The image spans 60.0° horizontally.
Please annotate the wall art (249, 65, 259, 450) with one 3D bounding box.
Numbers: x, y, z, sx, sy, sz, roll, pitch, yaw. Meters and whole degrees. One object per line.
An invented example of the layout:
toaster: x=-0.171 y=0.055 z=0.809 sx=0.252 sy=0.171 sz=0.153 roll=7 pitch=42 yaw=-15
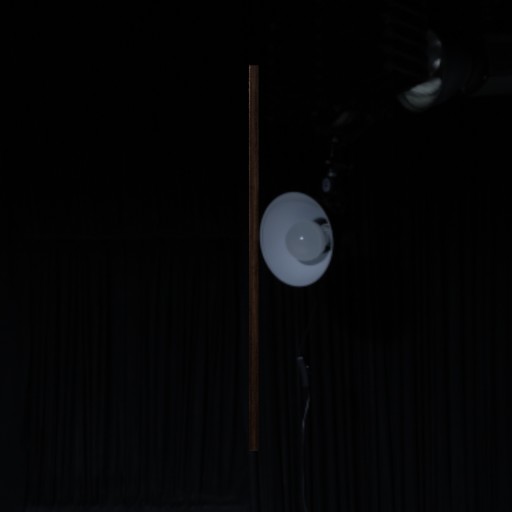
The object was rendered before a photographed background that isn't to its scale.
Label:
wall art: x=0.000 y=0.000 z=1.051 sx=0.014 sy=0.559 sz=0.816 roll=0 pitch=1 yaw=0
